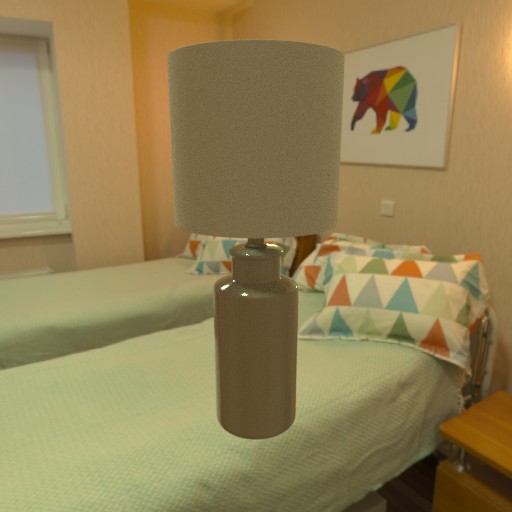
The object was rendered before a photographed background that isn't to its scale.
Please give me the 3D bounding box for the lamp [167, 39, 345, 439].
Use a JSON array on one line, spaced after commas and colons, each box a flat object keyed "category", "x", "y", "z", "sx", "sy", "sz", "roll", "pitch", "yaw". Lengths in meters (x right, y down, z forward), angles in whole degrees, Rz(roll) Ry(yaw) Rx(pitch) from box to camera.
[{"category": "lamp", "x": 0.000, "y": 0.000, "z": 0.598, "sx": 0.212, "sy": 0.493, "sz": 0.212, "roll": 7, "pitch": 16, "yaw": 26}]
